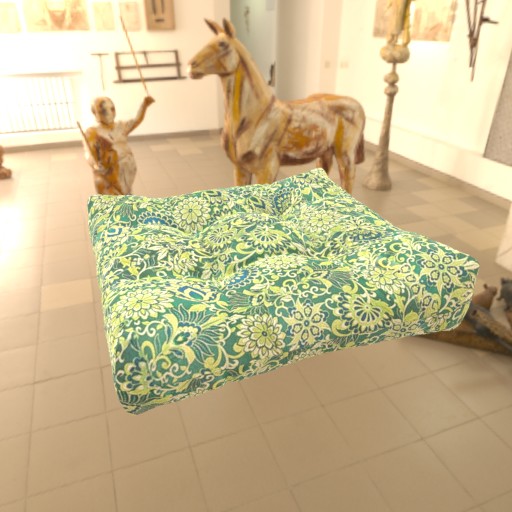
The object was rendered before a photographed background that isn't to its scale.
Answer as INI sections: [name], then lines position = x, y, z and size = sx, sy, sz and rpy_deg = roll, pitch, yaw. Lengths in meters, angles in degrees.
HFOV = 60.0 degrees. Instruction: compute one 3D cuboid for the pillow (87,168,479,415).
[pillow]
position = 0.000, 0.000, 0.714
size = 0.490, 0.128, 0.468
rpy_deg = -11, 30, -19
